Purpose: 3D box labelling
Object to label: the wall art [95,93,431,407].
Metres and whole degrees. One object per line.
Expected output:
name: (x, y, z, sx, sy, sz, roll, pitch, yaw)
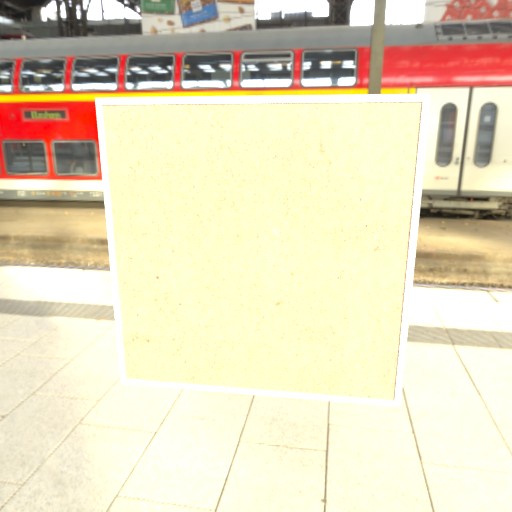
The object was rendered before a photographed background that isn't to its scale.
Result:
wall art: (0.000, 0.000, 0.749, 0.508, 0.508, 0.038, 2, 15, 8)
